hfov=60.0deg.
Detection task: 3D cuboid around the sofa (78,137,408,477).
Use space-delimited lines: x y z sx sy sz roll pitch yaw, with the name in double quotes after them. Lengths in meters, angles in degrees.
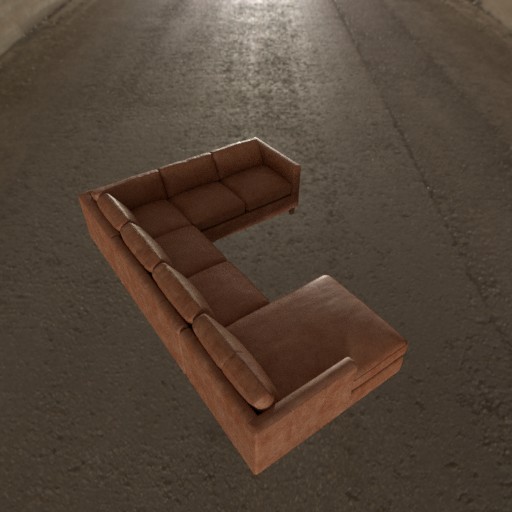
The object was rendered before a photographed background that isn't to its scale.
0.000 0.000 4.568 2.430 0.832 3.401 -25 47 -26 "sofa"
